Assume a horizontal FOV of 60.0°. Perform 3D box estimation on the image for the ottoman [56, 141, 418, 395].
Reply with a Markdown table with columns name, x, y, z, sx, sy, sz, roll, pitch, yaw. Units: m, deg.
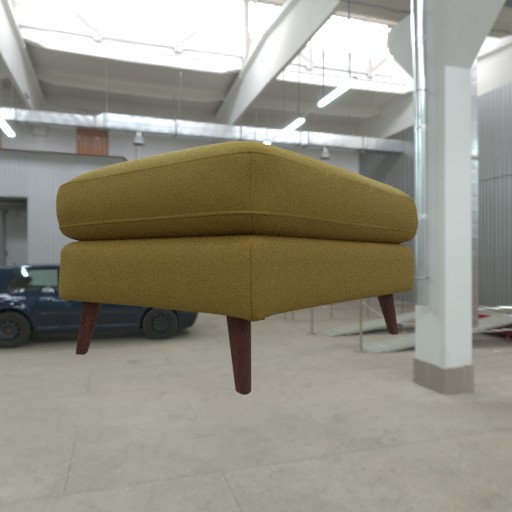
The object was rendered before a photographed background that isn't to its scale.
| name | x | y | z | sx | sy | sz | roll | pitch | yaw |
| --- | --- | --- | --- | --- | --- | --- | --- | --- | --- |
| ottoman | 0.000 | 0.000 | 1.151 | 0.608 | 0.449 | 0.811 | 0 | 0 | 37 |
